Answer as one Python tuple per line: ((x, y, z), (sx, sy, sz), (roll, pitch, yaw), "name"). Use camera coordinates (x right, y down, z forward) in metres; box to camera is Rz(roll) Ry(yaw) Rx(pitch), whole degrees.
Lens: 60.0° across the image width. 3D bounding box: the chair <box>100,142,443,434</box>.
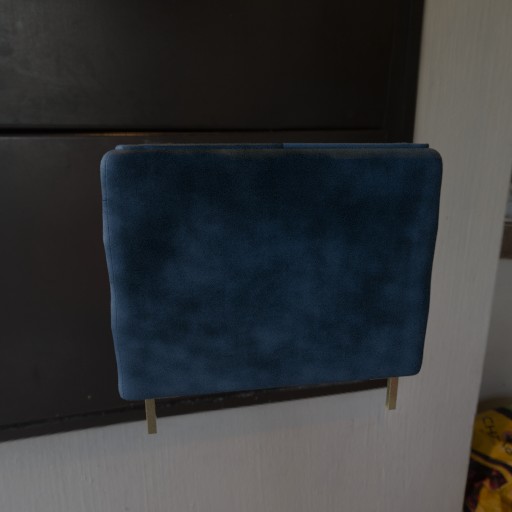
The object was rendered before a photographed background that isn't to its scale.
((0.000, 0.000, 1.535), (0.868, 0.771, 0.877), (-2, 15, -9), "chair")
